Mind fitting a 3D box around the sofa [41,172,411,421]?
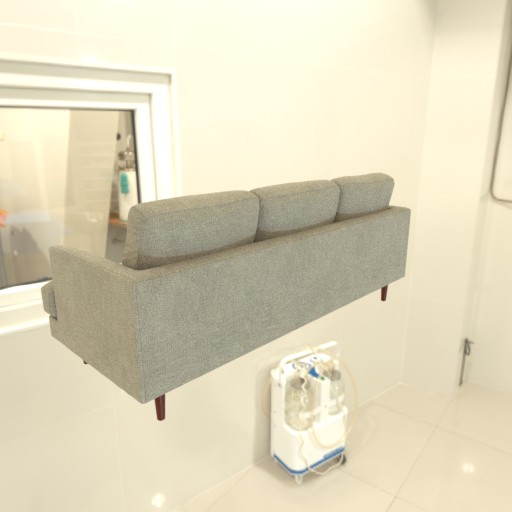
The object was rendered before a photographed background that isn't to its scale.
[{"bbox_3d":[0.000,0.000,2.704,0.903,0.930,2.246,15,21,42],"label":"sofa"}]
